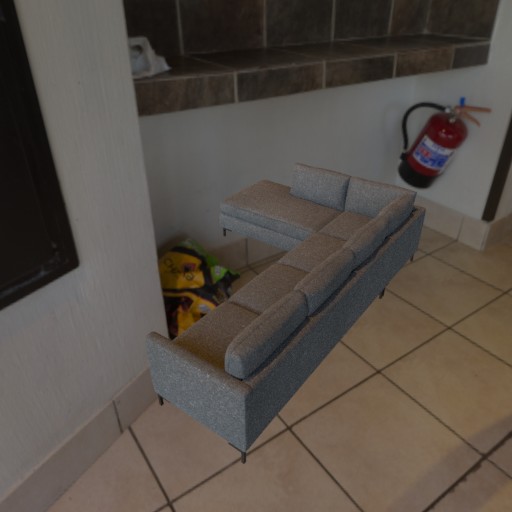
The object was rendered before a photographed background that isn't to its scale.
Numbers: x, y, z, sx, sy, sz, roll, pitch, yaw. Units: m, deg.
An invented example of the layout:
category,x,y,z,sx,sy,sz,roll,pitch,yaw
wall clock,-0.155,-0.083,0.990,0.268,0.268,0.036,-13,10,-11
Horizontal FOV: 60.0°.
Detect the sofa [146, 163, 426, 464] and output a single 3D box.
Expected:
category,x,y,z,sx,sy,sz,roll,pitch,yaw
sofa,0.000,0.000,3.938,2.007,0.815,2.949,21,37,31
